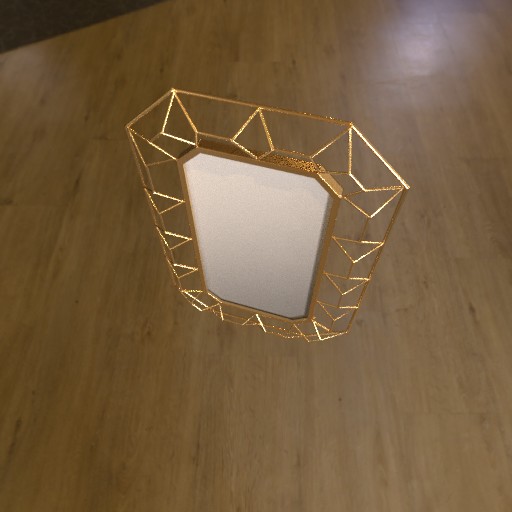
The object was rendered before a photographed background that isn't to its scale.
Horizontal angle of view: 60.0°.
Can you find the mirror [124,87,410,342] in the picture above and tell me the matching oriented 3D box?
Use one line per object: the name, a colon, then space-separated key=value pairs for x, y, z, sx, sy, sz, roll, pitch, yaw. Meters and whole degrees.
mirror: x=0.000 y=0.000 z=1.107 sx=0.572 sy=0.870 sz=0.051 roll=14 pitch=57 yaw=9
